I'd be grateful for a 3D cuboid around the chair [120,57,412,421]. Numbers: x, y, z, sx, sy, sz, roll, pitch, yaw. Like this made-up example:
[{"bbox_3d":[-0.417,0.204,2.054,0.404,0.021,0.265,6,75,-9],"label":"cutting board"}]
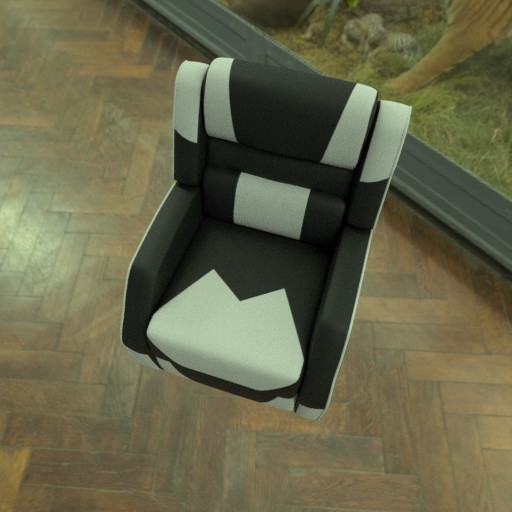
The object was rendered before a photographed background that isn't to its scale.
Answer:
[{"bbox_3d":[0.000,0.000,1.290,0.620,0.805,0.672,15,60,9],"label":"chair"}]
